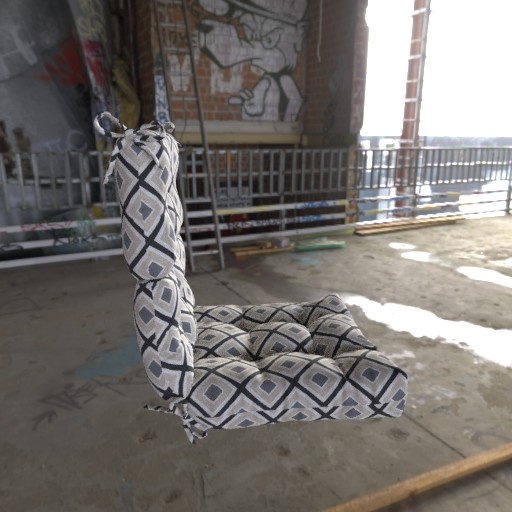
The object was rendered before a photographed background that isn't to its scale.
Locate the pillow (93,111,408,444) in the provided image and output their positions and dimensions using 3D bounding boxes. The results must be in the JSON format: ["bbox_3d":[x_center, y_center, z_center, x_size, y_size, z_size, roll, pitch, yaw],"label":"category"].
[{"bbox_3d":[0.000,0.000,1.009,0.571,0.605,0.519,-2,15,-7],"label":"pillow"}]
